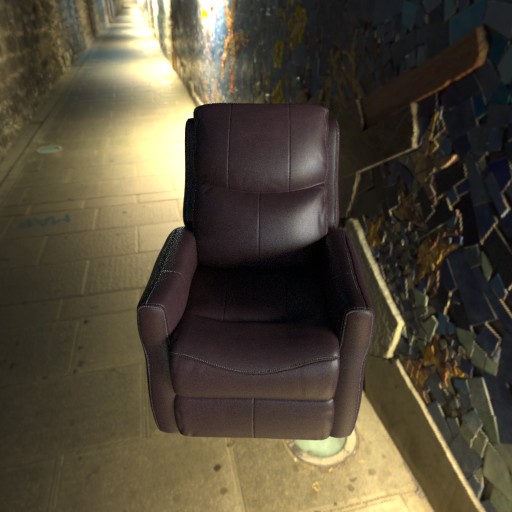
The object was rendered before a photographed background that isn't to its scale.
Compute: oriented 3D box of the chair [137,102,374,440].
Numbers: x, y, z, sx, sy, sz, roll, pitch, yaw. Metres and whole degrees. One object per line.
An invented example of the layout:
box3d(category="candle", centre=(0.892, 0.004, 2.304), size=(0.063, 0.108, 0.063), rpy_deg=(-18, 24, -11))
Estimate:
box3d(category="chair", centre=(0.000, 0.000, 1.789), size=(0.829, 1.030, 1.080), rpy_deg=(1, 31, 2))
